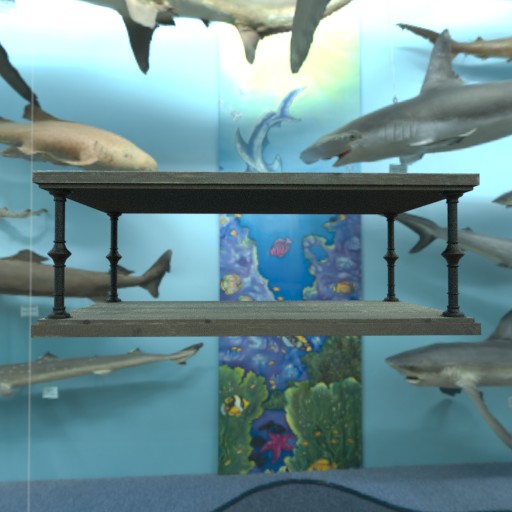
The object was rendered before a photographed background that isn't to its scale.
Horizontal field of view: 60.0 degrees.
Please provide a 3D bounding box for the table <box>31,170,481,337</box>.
[{"bbox_3d":[0.000,0.000,1.351,1.088,0.399,0.554,0,-1,-2],"label":"table"}]
